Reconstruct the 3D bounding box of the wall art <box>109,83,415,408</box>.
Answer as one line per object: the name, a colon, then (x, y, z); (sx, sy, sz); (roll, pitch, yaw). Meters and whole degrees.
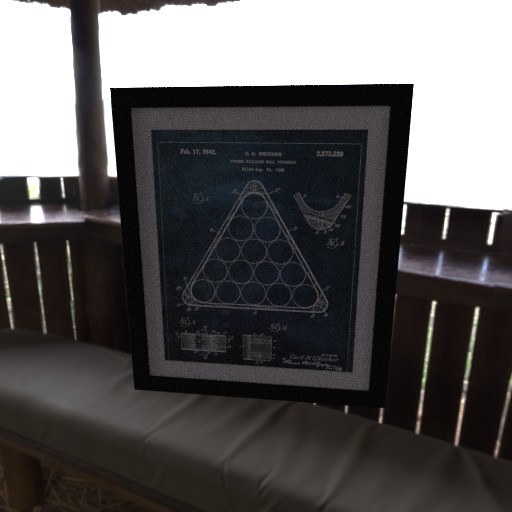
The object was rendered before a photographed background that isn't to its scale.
wall art: (0.000, 0.000, 0.501); (0.311, 0.361, 0.010); (2, 15, 7)
